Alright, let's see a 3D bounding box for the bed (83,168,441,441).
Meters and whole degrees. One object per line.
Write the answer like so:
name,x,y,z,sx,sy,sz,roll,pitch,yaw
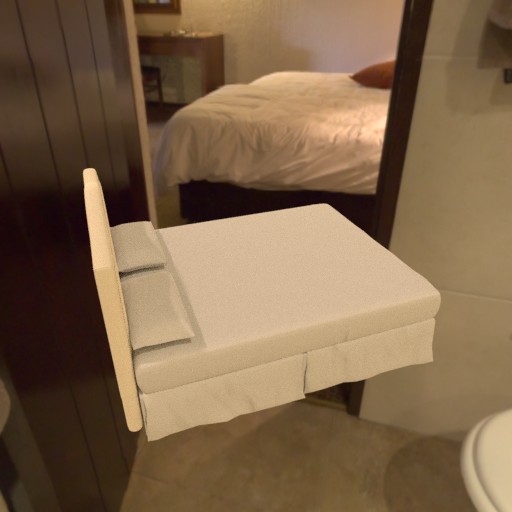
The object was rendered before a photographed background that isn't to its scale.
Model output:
bed,0.000,0.000,3.727,2.477,1.437,1.977,-11,32,-18
